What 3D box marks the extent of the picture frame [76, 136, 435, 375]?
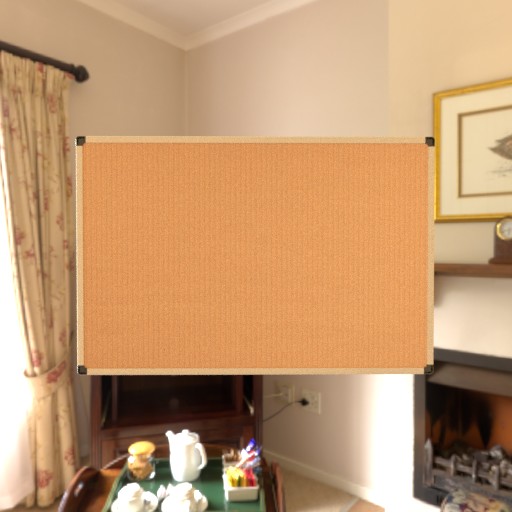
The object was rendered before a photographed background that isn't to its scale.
[{"bbox_3d":[0.000,0.000,1.117,0.900,0.600,0.010,0,1,0],"label":"picture frame"}]
